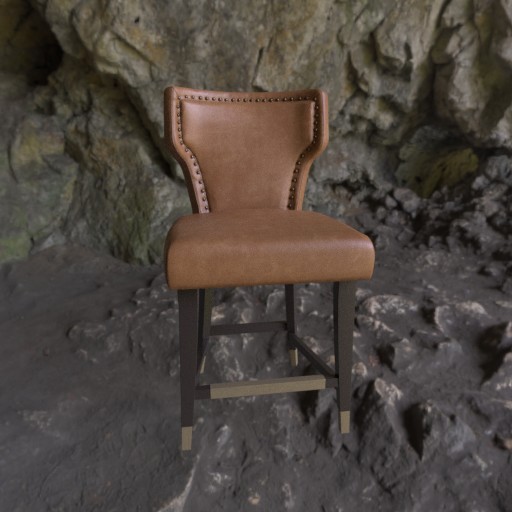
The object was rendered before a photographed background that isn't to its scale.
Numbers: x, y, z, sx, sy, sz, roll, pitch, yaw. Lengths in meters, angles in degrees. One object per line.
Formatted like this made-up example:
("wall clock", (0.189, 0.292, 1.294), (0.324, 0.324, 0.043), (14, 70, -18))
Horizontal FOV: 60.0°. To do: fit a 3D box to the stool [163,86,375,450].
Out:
("stool", (0.000, 0.000, 1.337), (0.526, 0.982, 0.563), (-2, 16, -9))
